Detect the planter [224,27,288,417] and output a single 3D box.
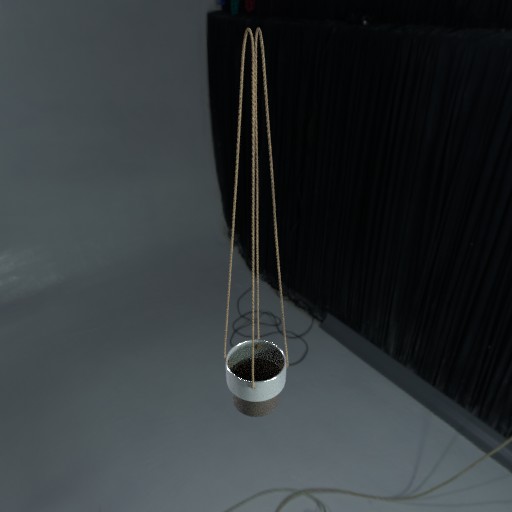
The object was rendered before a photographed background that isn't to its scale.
[{"bbox_3d":[0.000,0.000,1.170,0.187,1.073,0.187,-23,37,-33],"label":"planter"}]
